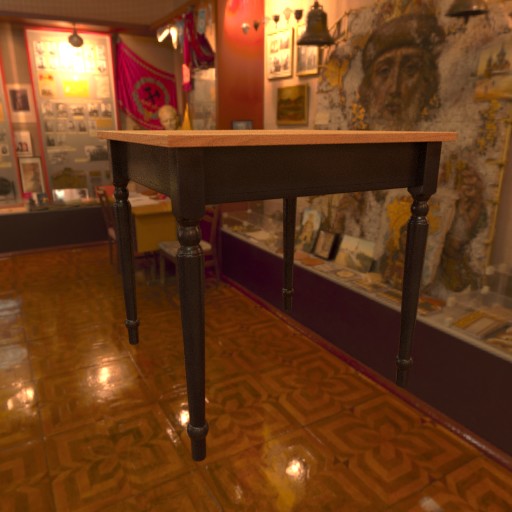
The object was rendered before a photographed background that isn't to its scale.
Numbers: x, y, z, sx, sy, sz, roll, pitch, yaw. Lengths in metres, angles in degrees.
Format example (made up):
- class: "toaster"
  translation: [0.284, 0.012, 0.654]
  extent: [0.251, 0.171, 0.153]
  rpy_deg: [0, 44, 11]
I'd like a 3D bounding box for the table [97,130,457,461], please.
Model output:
- class: "table"
  translation: [0.000, 0.000, 1.363]
  extent: [0.747, 0.738, 0.747]
  rpy_deg: [-9, 18, -27]
